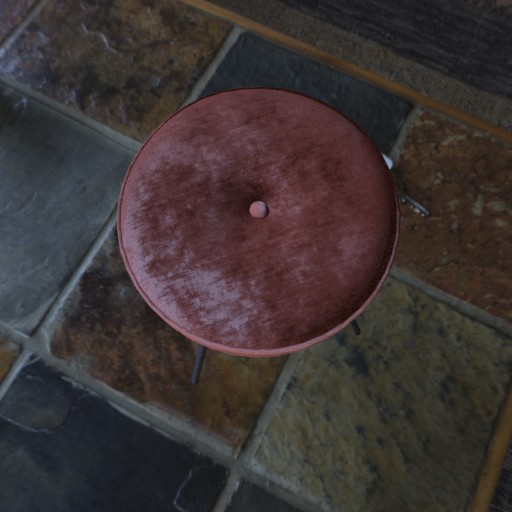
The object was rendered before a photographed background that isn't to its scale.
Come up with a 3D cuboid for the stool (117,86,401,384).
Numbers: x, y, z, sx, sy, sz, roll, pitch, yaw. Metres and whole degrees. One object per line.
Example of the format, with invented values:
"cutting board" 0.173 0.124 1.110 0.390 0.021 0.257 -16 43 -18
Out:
"stool" 0.000 0.000 0.908 0.457 0.593 0.421 -16 76 -4
